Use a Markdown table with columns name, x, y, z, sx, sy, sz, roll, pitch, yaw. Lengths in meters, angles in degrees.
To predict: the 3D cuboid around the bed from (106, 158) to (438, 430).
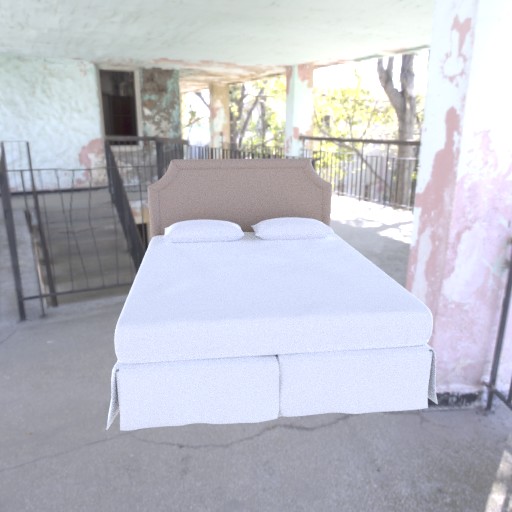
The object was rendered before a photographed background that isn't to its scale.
| name | x | y | z | sx | sy | sz | roll | pitch | yaw |
| --- | --- | --- | --- | --- | --- | --- | --- | --- | --- |
| bed | 0.000 | 0.000 | 4.144 | 2.350 | 1.590 | 2.773 | -2 | 16 | -7 |
